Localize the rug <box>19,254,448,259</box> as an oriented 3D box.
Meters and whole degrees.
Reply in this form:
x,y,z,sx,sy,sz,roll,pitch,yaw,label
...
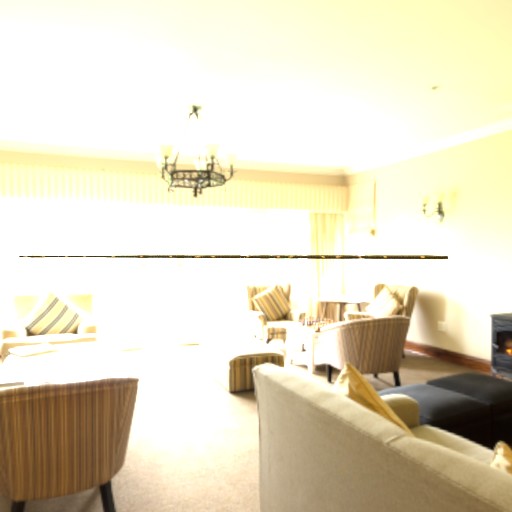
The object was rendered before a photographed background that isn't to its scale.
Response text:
x,y,z,sx,sy,sz,roll,pitch,yaw,label
0.000,0.000,4.060,3.047,0.022,2.439,0,0,18,rug
